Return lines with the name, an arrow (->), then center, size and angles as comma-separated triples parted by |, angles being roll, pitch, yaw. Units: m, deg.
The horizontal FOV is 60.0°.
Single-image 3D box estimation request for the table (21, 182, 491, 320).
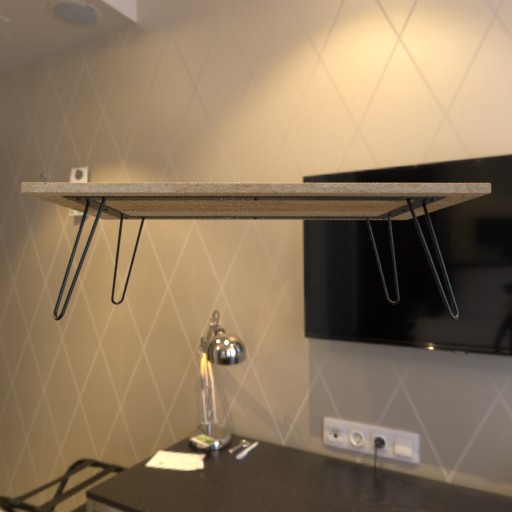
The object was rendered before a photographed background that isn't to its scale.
table -> 0.000, 0.000, 1.613 | 1.348, 0.400, 0.699 | 0, -2, 0
